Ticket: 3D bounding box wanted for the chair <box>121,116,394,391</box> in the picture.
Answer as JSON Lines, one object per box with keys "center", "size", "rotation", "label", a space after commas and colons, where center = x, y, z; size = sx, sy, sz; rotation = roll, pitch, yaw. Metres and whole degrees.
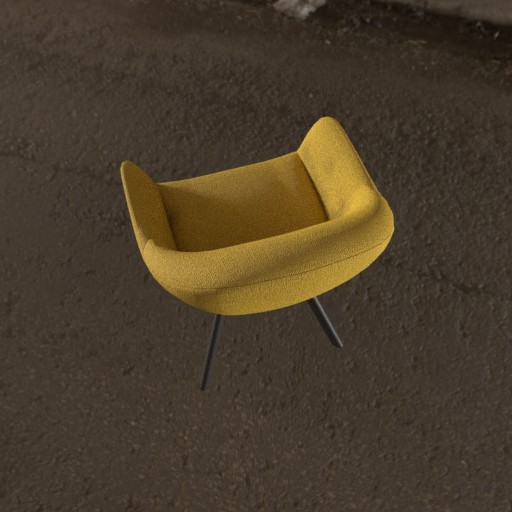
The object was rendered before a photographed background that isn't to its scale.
{"center": [0.000, 0.000, 1.169], "size": [0.545, 0.775, 0.565], "rotation": [-15, 60, -9], "label": "chair"}
